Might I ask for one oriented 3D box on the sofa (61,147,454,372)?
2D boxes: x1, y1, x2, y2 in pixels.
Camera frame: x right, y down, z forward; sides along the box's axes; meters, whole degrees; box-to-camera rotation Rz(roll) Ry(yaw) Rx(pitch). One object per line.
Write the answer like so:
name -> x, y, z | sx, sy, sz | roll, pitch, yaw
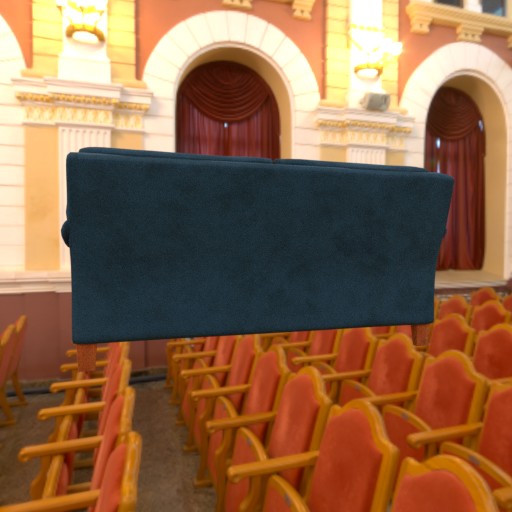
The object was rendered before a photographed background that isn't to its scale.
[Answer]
sofa -> 0.000, 0.000, 2.739 | 2.141, 1.101, 1.084 | 0, 1, -17
